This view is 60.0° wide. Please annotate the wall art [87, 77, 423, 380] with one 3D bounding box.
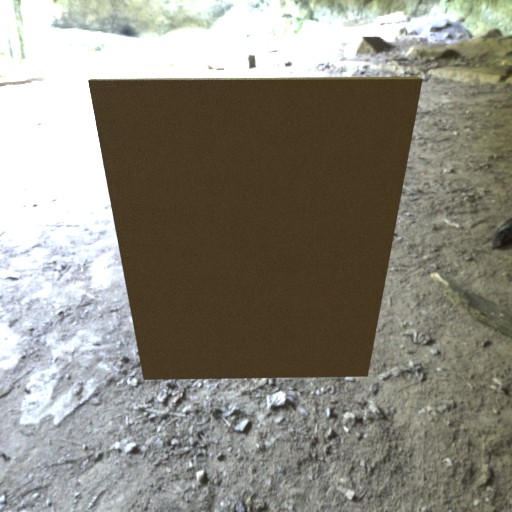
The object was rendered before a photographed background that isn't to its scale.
[{"bbox_3d":[0.000,0.000,1.328,0.798,1.002,0.030,-1,31,-1],"label":"wall art"}]
